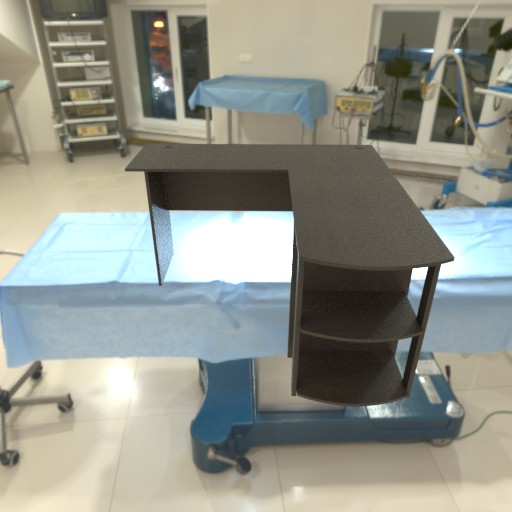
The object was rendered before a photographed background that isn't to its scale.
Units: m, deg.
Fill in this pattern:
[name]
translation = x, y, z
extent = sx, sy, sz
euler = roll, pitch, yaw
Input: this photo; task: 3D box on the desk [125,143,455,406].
[desk]
translation = 0.000, 0.000, 2.147
extent = 1.303, 0.716, 1.361
euler = 1, 30, 1
